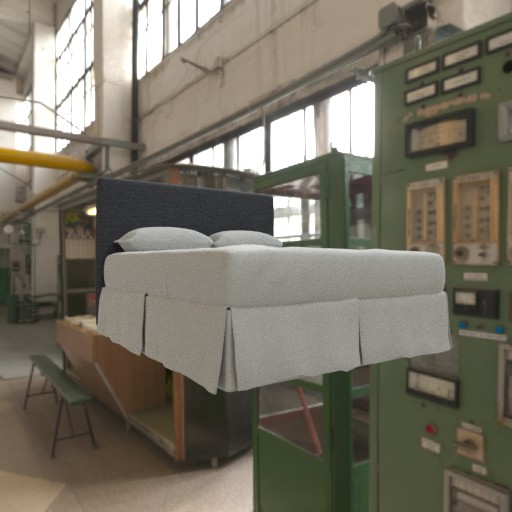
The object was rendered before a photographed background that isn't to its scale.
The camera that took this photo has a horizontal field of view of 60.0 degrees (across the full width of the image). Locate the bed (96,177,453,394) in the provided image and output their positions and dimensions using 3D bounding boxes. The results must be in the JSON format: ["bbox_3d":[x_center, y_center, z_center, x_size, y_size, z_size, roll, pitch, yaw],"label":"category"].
[{"bbox_3d":[0.000,0.000,3.359,1.884,1.330,2.142,0,-1,-35],"label":"bed"}]
